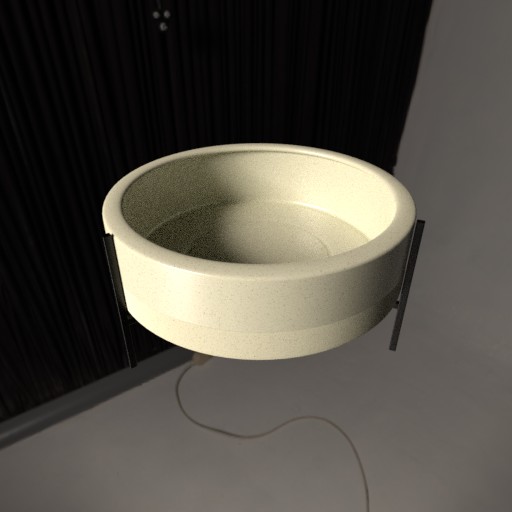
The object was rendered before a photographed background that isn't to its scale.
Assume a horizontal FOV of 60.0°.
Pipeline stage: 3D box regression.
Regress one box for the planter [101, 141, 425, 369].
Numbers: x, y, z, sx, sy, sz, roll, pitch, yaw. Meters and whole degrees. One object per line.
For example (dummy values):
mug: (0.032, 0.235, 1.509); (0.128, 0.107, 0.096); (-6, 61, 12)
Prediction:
planter: (0.000, 0.000, 0.534); (0.345, 0.171, 0.336); (-21, 38, -29)
